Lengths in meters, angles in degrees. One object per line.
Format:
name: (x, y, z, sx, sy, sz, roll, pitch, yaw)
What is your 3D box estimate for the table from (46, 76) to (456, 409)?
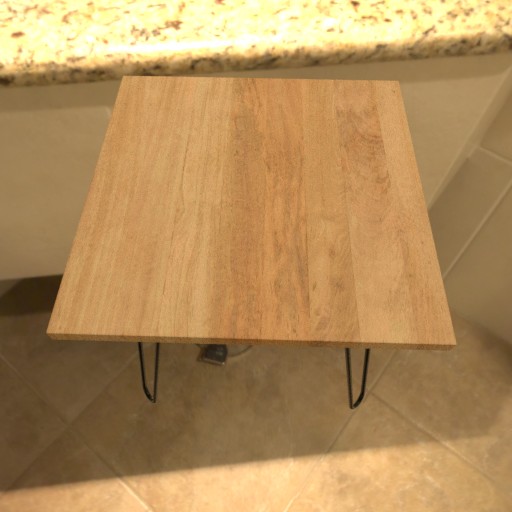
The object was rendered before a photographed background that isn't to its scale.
table: (0.000, 0.000, 1.014, 0.599, 0.500, 0.599, 1, 58, 1)
